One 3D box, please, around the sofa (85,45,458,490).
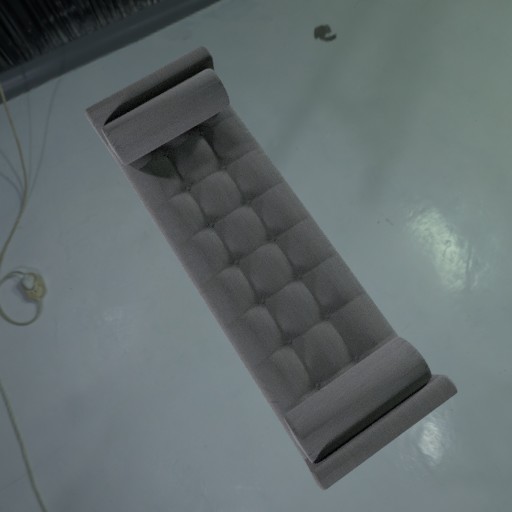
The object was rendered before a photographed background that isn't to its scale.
[{"bbox_3d":[0.000,0.000,2.239,0.686,0.635,1.981,-32,78,-8],"label":"sofa"}]
